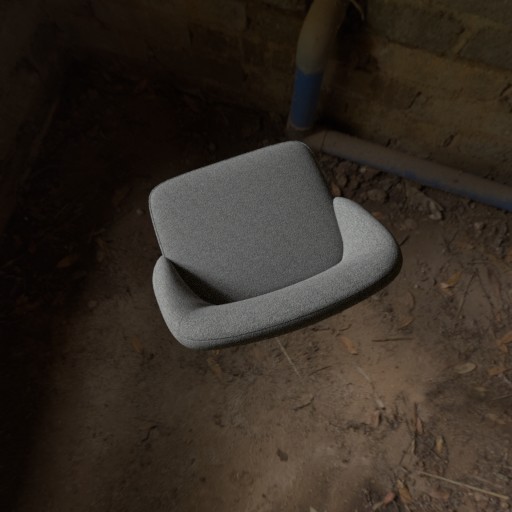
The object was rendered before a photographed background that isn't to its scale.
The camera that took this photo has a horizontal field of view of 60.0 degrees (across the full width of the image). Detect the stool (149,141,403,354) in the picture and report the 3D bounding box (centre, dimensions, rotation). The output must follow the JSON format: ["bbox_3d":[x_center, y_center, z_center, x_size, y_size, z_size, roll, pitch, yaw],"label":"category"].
[{"bbox_3d":[0.000,0.000,1.264,0.536,0.925,0.524,-19,76,-5],"label":"stool"}]
